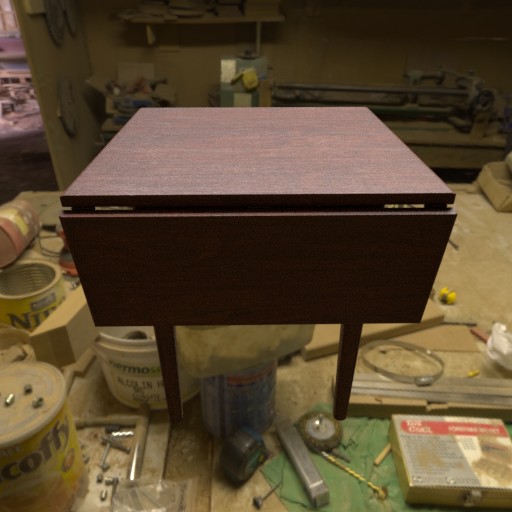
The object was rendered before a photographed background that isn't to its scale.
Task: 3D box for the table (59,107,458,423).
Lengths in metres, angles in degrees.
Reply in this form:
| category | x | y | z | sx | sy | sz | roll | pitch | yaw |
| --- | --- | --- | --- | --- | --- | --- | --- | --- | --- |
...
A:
| category | x | y | z | sx | sy | sz | roll | pitch | yaw |
| --- | --- | --- | --- | --- | --- | --- | --- | --- | --- |
| table | 0.000 | 0.000 | 1.437 | 0.812 | 0.763 | 0.843 | 0 | 31 | -1 |
